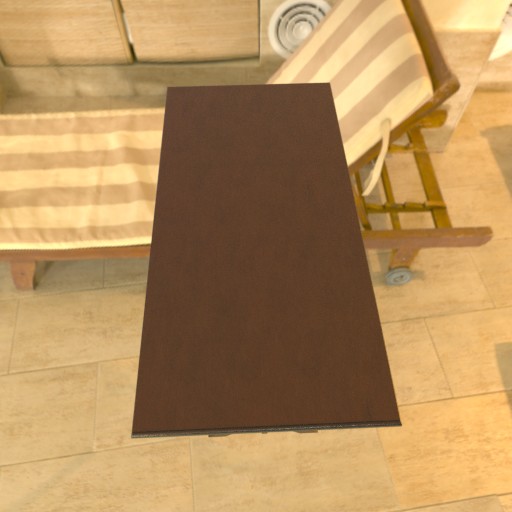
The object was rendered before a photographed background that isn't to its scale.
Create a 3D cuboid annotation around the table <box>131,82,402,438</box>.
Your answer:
[{"bbox_3d":[0.000,0.000,1.479,0.594,0.459,1.197,-2,57,-1],"label":"table"}]
